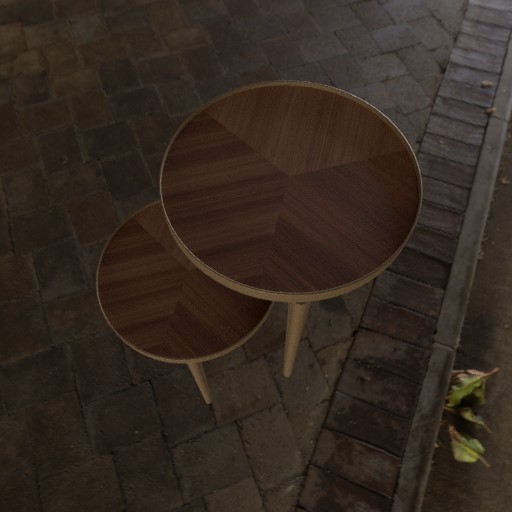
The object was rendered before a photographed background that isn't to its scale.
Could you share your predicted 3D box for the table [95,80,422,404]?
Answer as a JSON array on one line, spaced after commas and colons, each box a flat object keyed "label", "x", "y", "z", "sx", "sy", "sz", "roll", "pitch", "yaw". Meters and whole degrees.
[{"label": "table", "x": 0.000, "y": 0.000, "z": 1.126, "sx": 0.751, "sy": 0.555, "sz": 0.532, "roll": -31, "pitch": 67, "yaw": -15}]
